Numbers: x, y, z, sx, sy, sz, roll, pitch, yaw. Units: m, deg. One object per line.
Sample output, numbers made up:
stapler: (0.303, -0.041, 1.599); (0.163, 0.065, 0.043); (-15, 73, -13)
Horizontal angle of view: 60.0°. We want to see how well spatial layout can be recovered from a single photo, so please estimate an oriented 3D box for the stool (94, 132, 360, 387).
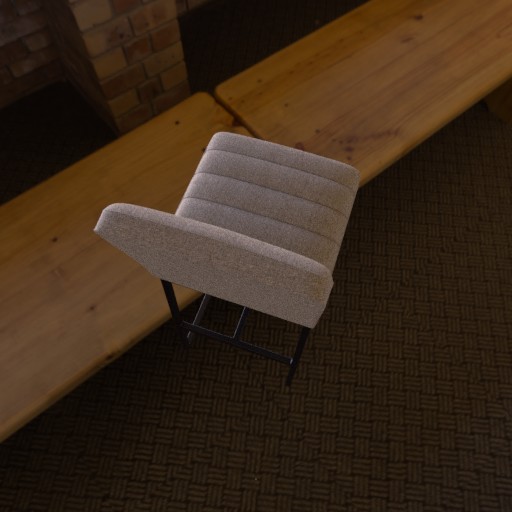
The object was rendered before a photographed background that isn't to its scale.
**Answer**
stool: (0.000, 0.000, 1.346); (0.459, 1.034, 0.571); (17, 65, 9)
